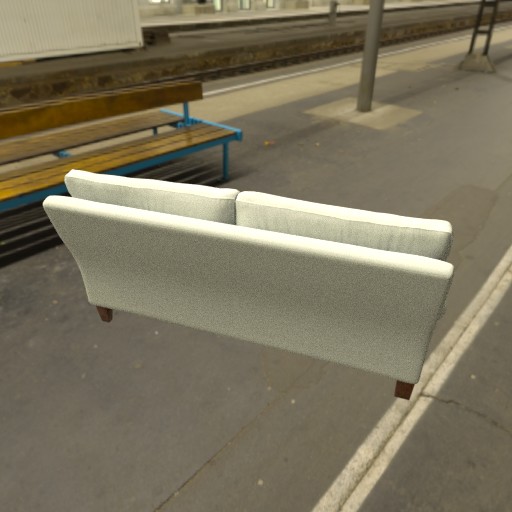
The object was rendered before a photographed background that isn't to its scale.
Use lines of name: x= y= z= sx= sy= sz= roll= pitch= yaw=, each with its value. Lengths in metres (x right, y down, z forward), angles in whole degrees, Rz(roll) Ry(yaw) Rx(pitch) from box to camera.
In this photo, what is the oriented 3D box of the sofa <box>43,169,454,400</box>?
sofa: x=0.000 y=0.000 z=2.775 sx=2.193 sy=1.096 sz=1.069 roll=11 pitch=33 yaw=17
